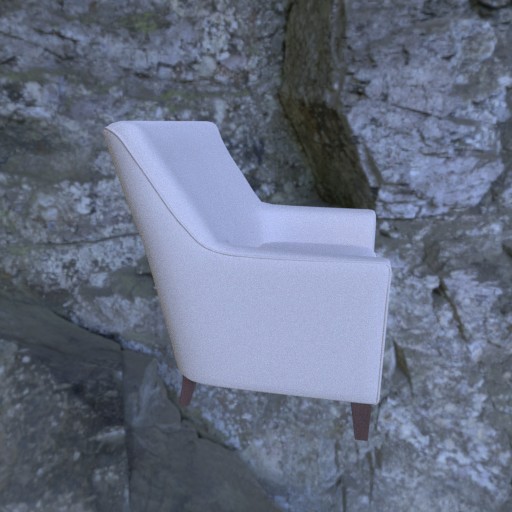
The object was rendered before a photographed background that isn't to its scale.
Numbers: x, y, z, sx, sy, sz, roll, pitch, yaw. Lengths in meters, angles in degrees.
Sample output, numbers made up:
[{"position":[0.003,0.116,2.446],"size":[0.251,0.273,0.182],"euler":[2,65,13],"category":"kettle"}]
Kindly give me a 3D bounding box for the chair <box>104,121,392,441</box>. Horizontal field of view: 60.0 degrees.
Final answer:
[{"position":[0.000,0.000,1.571],"size":[0.879,0.916,0.756],"euler":[3,17,11],"category":"chair"}]
